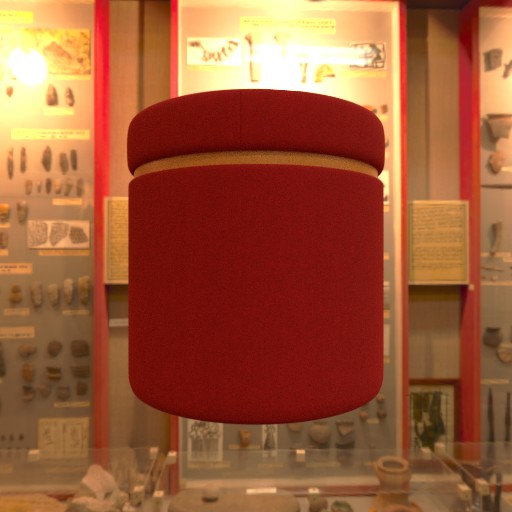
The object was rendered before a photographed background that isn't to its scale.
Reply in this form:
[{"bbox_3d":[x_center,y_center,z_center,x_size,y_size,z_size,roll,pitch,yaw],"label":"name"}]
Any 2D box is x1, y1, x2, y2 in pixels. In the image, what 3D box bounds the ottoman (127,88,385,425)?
[{"bbox_3d":[0.000,0.000,0.715,0.400,0.406,0.400,0,0,0],"label":"ottoman"}]
